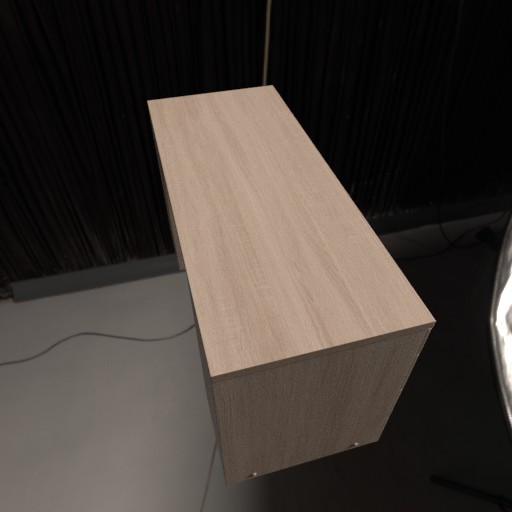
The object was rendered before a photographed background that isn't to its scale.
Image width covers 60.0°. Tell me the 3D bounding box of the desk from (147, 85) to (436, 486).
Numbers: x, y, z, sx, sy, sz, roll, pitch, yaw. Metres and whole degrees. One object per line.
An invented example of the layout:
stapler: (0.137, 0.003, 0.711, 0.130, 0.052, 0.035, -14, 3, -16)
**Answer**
desk: (0.000, 0.000, 1.785, 0.600, 0.740, 1.390, -11, 46, -11)
